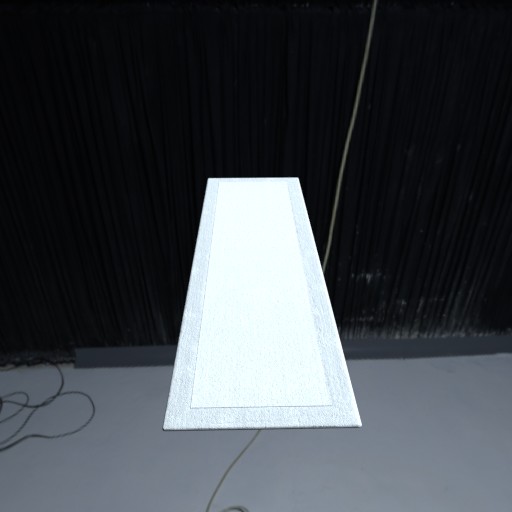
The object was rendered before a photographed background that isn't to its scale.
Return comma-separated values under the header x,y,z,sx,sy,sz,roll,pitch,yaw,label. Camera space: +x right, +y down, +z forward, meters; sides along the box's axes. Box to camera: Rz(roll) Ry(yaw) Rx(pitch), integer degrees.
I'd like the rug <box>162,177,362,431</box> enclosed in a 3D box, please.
x,y,z,sx,sy,sz,roll,pitch,yaw,label
0.000,0.000,2.701,0.759,0.012,2.430,-1,33,-1,rug
